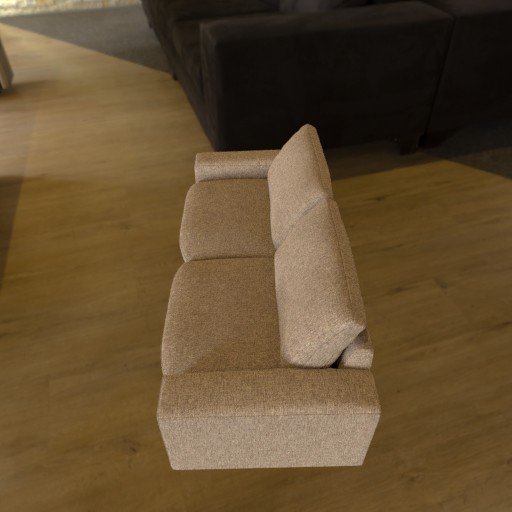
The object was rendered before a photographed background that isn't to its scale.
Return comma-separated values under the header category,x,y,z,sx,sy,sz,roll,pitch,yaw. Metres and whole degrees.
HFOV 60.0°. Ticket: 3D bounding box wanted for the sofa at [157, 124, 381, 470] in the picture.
category,x,y,z,sx,sy,sz,roll,pitch,yaw
sofa,0.000,0.000,2.827,1.040,0.922,2.299,-1,42,-1
